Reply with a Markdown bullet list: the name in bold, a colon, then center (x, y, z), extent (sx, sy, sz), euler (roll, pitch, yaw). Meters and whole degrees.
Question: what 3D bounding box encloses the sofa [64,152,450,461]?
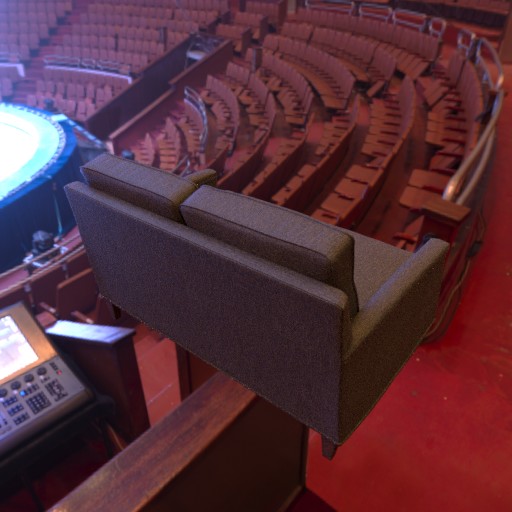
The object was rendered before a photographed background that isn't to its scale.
- **sofa**: center (0.000, 0.000, 2.233), extent (1.597, 1.003, 1.084), euler (23, 38, 32)
